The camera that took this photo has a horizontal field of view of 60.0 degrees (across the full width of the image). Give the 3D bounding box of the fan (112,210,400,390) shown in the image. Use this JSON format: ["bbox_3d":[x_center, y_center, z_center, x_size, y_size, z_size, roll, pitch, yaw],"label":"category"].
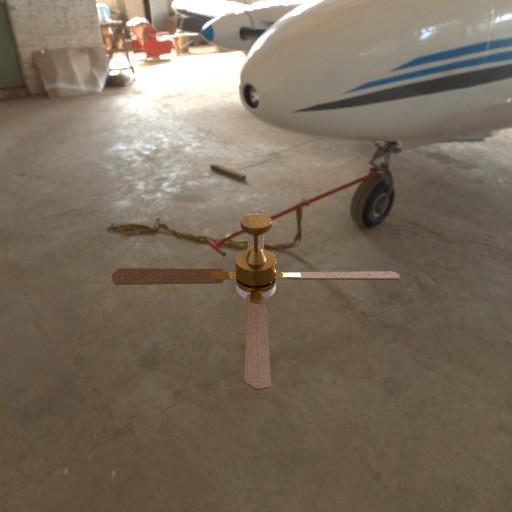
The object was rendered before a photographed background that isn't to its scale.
[{"bbox_3d":[0.000,0.000,1.979,1.320,0.355,1.320,0,32,0],"label":"fan"}]
